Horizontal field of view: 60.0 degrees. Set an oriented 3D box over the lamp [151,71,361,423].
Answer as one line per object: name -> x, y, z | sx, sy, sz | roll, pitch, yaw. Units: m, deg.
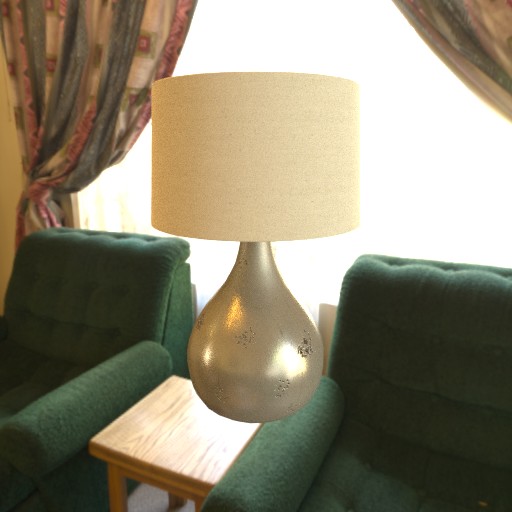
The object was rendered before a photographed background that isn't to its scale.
lamp -> 0.000, 0.000, 0.729 | 0.330, 0.521, 0.330 | 0, 14, 0
